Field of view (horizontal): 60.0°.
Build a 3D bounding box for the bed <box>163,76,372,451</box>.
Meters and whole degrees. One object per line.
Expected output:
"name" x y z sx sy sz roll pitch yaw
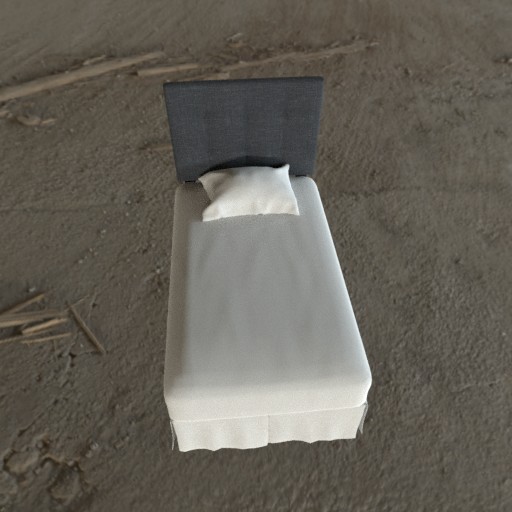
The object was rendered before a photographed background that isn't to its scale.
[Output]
"bed" 0.000 0.000 3.016 1.261 1.571 1.997 -4 47 -3
